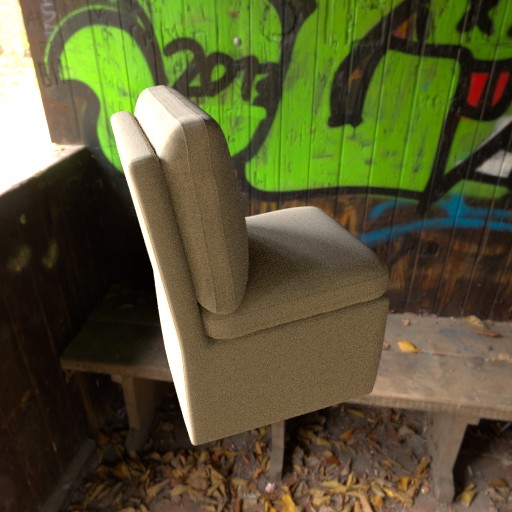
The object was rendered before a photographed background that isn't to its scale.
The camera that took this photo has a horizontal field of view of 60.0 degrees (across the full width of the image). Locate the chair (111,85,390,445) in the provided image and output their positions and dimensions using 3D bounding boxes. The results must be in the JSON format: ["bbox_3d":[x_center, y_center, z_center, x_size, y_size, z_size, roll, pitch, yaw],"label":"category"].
[{"bbox_3d":[0.000,0.000,1.332,0.698,0.927,0.503,-10,31,-17],"label":"chair"}]
